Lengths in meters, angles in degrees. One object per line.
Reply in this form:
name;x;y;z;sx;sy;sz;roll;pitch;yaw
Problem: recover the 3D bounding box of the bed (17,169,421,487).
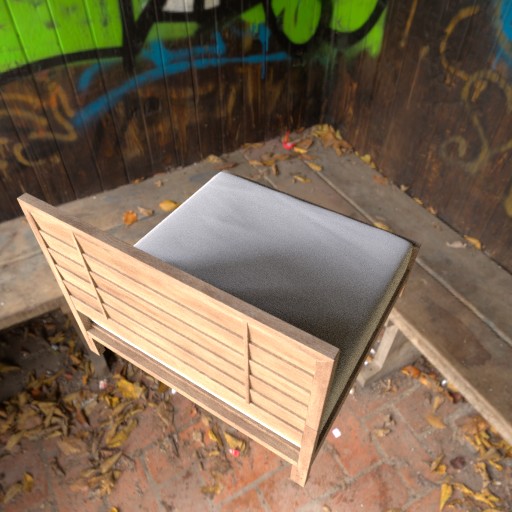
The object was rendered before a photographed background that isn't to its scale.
bed;0.000;0.000;3.392;2.032;1.626;2.032;24;50;22
